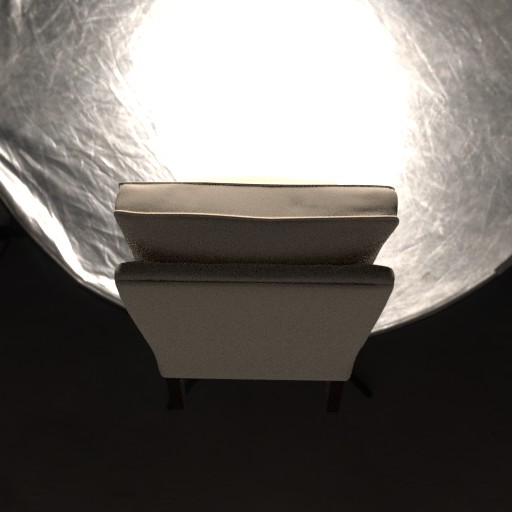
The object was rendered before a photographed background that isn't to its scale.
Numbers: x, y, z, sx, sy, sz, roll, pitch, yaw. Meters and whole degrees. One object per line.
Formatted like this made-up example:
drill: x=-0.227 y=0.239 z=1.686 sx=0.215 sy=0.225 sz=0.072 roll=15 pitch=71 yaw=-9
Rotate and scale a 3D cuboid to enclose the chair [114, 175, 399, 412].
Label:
chair: x=0.000 y=0.000 z=1.417 sx=0.630 sy=0.887 sz=0.781 roll=1 pitch=47 yaw=1
